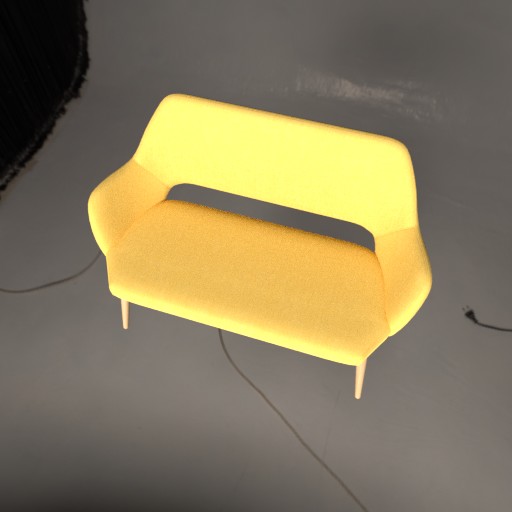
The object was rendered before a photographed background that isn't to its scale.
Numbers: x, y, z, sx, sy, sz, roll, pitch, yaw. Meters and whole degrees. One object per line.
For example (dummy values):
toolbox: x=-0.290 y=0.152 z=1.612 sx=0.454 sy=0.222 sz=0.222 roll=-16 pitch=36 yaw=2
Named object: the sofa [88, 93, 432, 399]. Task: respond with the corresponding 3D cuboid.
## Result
sofa: x=0.000 y=0.000 z=1.636 sx=1.150 sy=0.840 sz=0.610 roll=15 pitch=60 yaw=9
